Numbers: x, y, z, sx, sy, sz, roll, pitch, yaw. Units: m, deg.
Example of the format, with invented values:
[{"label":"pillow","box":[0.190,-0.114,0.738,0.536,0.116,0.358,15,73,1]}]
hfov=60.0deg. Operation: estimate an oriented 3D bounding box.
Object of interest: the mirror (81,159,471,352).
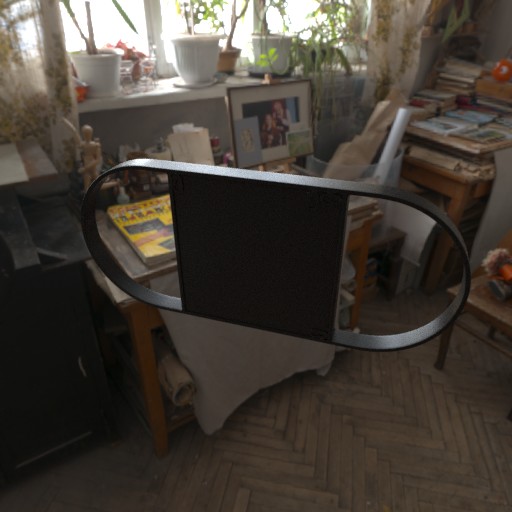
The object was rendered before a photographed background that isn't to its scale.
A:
[{"label":"mirror","box":[0.000,0.000,0.659,0.584,0.254,0.032,9,32,15]}]
